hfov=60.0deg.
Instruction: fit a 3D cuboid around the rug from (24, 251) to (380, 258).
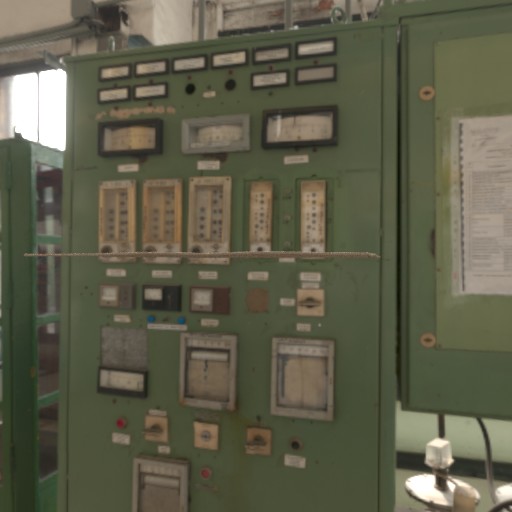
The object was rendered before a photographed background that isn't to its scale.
[{"bbox_3d":[0.000,0.000,2.315,1.220,0.013,1.829,0,0,17],"label":"rug"}]
